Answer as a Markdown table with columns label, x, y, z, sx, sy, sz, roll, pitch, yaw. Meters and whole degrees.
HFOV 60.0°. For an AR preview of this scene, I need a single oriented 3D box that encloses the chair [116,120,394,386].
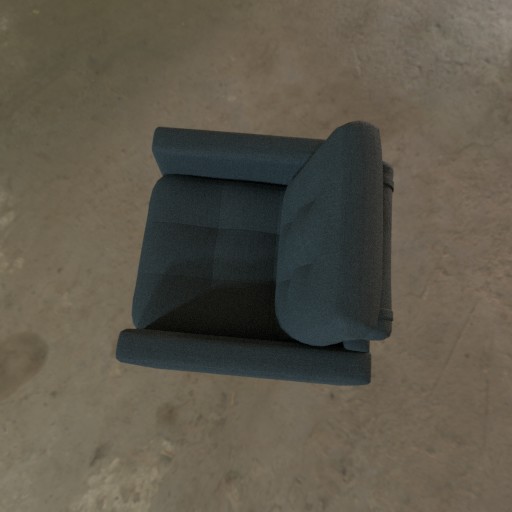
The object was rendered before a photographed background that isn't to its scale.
| label | x | y | z | sx | sy | sz | roll | pitch | yaw |
| --- | --- | --- | --- | --- | --- | --- | --- | --- | --- |
| chair | 0.000 | 0.000 | 1.565 | 0.843 | 0.880 | 0.821 | 5 | 74 | 1 |
